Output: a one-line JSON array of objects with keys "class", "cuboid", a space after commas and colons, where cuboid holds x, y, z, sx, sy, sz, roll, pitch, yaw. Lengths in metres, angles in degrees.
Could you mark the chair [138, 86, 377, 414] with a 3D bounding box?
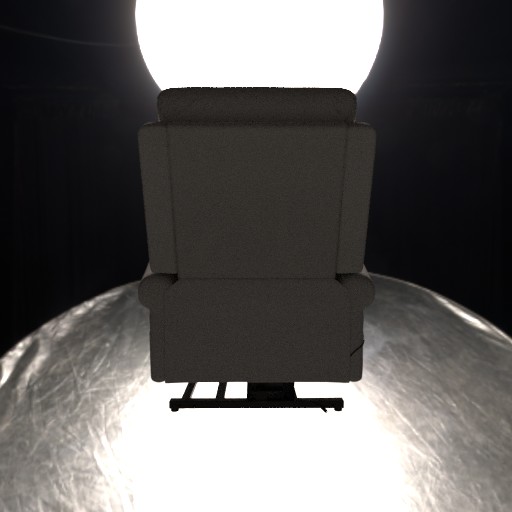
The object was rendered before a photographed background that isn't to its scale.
[{"class": "chair", "cuboid": [0.000, 0.000, 1.739, 0.871, 1.031, 0.979, 0, 2, 0]}]
